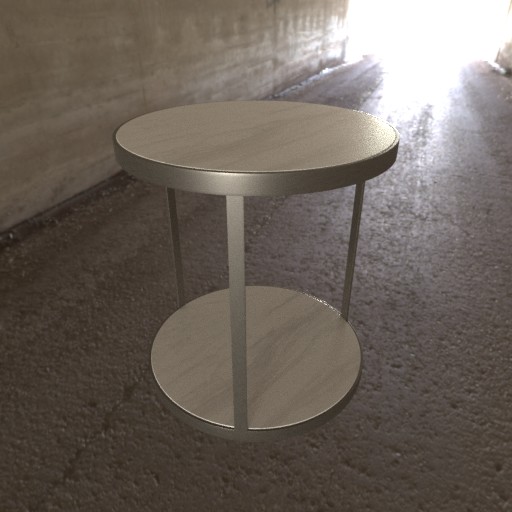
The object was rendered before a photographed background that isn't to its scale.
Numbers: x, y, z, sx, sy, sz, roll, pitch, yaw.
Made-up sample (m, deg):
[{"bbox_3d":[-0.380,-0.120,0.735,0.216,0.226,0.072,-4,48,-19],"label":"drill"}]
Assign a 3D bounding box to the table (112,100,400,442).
[{"bbox_3d":[0.000,0.000,0.831,0.445,0.479,0.445,0,30,0],"label":"table"}]
